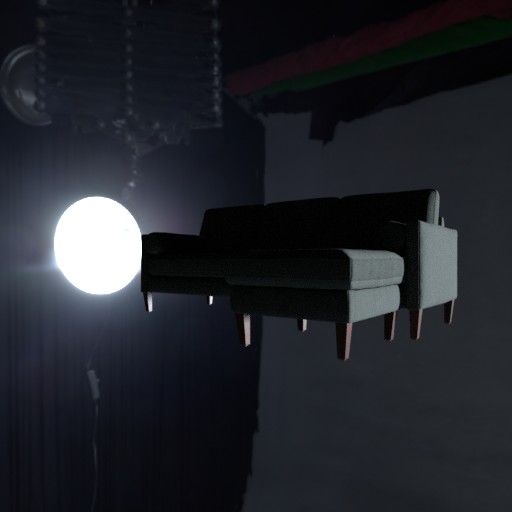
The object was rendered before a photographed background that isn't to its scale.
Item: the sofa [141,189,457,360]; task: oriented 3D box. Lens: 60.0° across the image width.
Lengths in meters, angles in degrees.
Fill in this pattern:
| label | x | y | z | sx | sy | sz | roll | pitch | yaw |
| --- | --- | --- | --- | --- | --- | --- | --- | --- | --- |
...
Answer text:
| label | x | y | z | sx | sy | sz | roll | pitch | yaw |
| --- | --- | --- | --- | --- | --- | --- | --- | --- | --- |
| sofa | 0.000 | 0.000 | 2.927 | 2.178 | 0.876 | 1.506 | 0 | -1 | 36 |
